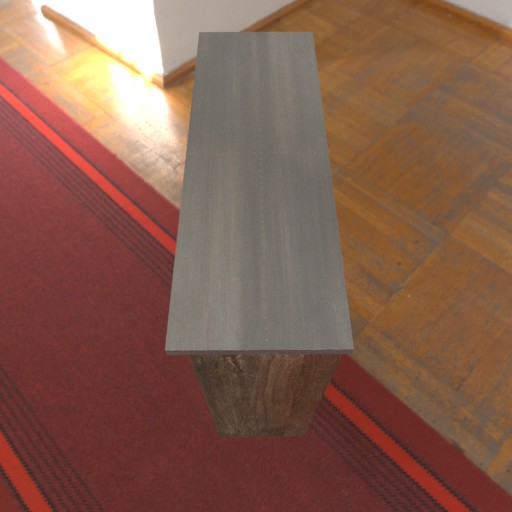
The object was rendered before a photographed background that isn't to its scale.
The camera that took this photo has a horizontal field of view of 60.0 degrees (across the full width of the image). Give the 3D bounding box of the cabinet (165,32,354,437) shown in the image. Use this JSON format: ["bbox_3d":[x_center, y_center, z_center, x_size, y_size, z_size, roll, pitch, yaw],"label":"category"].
[{"bbox_3d":[0.000,0.000,1.424,0.338,0.919,0.968,0,58,0],"label":"cabinet"}]
